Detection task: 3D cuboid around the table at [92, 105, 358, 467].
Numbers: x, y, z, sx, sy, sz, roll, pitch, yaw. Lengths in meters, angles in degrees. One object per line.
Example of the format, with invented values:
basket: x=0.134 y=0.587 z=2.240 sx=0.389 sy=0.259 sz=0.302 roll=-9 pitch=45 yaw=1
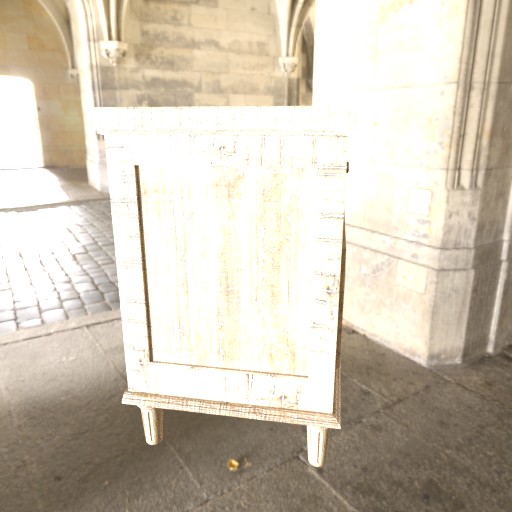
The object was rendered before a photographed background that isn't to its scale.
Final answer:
table: x=0.000 y=0.000 z=1.147 sx=0.457 sy=0.711 sz=0.686 roll=3 pitch=17 yaw=10
